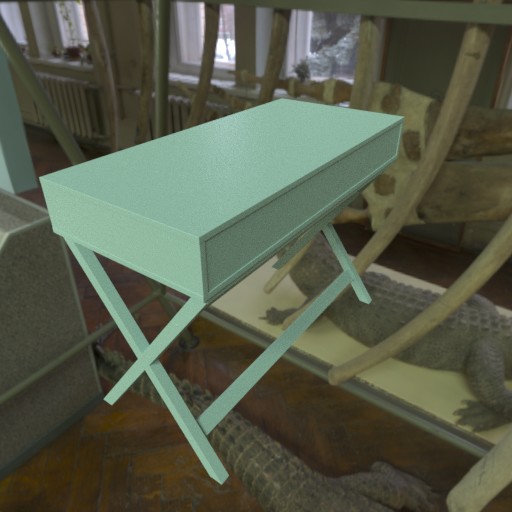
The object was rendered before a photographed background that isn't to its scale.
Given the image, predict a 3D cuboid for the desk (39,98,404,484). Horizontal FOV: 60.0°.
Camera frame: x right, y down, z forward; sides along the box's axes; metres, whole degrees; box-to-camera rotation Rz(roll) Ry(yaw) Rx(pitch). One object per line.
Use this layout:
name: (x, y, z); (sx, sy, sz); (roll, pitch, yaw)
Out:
desk: (0.000, 0.000, 1.491); (0.509, 0.780, 1.059); (21, 37, 30)
